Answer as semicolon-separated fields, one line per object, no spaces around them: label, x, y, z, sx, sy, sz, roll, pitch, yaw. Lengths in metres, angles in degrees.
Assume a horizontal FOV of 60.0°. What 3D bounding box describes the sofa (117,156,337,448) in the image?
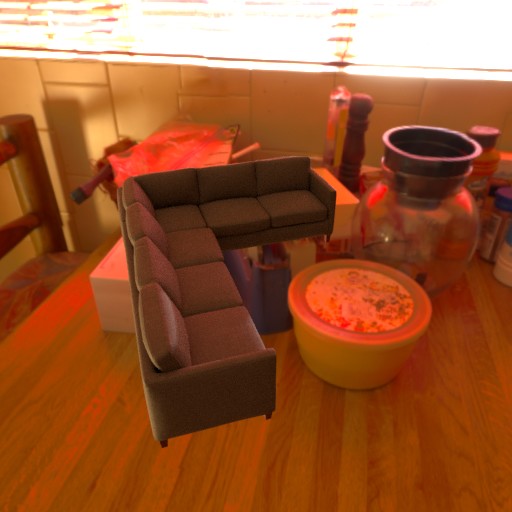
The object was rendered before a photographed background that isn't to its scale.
sofa;0.000;0.000;4.585;2.593;0.947;3.302;-10;34;-15
